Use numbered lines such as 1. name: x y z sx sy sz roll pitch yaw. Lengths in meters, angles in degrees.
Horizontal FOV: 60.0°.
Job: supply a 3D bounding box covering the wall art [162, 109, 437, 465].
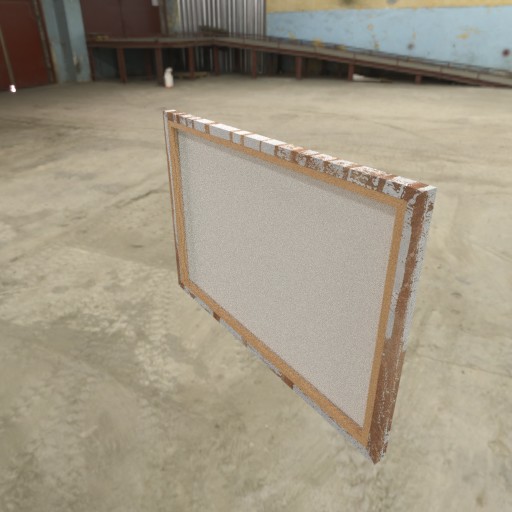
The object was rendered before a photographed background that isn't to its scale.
1. wall art: 0.000 0.000 1.144 0.035 0.609 0.914 -18 32 -31
